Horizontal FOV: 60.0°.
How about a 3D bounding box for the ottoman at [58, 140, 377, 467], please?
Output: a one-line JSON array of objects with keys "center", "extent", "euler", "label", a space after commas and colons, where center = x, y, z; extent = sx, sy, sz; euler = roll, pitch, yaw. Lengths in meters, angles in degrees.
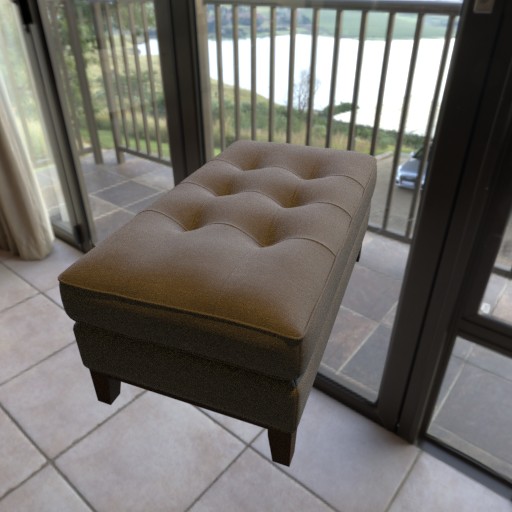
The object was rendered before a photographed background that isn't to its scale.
[{"center": [0.000, 0.000, 1.532], "extent": [0.648, 0.514, 1.143], "euler": [11, 34, 17], "label": "ottoman"}]
